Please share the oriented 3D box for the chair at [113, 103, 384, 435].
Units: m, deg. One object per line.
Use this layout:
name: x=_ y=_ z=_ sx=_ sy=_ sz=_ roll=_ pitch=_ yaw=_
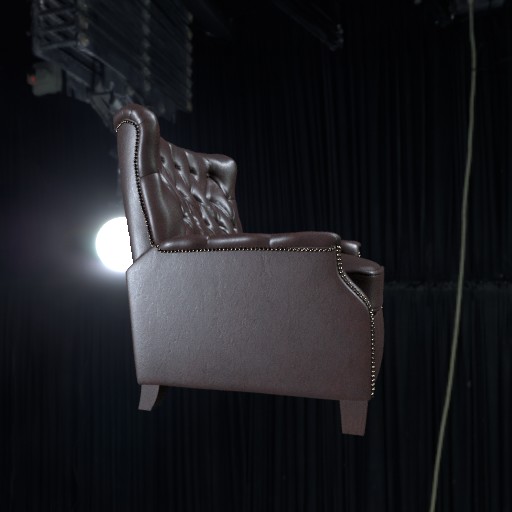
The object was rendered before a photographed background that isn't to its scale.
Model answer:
chair: x=0.000 y=0.000 z=1.485 sx=0.823 sy=0.864 sz=0.709 roll=0 pitch=0 yaw=18
